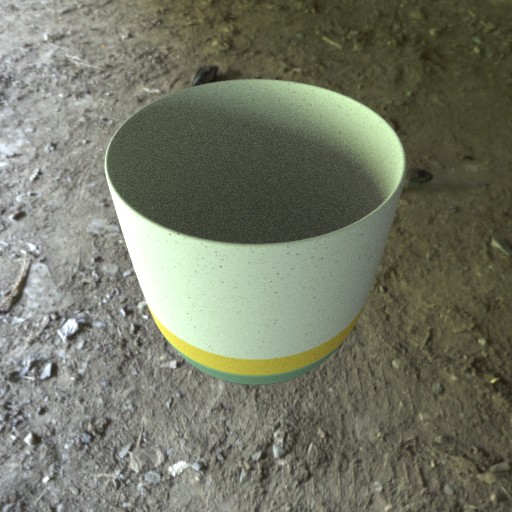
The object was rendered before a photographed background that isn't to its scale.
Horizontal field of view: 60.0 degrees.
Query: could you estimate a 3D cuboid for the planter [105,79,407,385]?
[{"bbox_3d":[0.000,0.000,0.369,0.195,0.214,0.195,0,46,0],"label":"planter"}]
